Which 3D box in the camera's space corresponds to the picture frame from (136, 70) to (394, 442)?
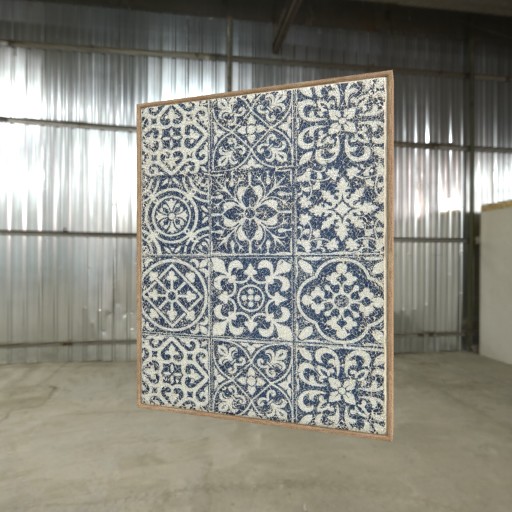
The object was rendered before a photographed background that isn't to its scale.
[{"bbox_3d":[0.000,0.000,0.718,0.424,0.526,0.043,0,0,20],"label":"picture frame"}]
